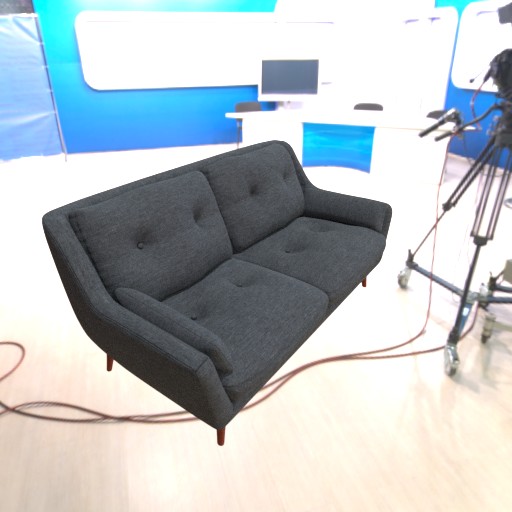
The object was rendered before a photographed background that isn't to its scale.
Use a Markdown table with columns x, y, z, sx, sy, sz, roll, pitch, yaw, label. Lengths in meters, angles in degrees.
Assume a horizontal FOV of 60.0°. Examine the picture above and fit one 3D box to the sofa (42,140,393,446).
| x | y | z | sx | sy | sz | roll | pitch | yaw | label |
| --- | --- | --- | --- | --- | --- | --- | --- | --- | --- |
| 0.000 | 0.000 | 2.414 | 0.975 | 0.896 | 1.929 | 17 | 31 | 30 | sofa |
